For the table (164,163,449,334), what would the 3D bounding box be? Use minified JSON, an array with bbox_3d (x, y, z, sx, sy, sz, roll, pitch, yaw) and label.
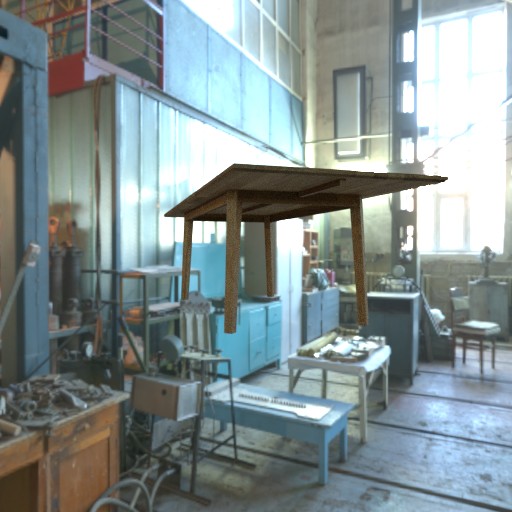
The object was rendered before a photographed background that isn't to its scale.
[{"bbox_3d":[0.000,0.000,3.094,1.000,0.752,2.603,0,1,-17],"label":"table"}]
